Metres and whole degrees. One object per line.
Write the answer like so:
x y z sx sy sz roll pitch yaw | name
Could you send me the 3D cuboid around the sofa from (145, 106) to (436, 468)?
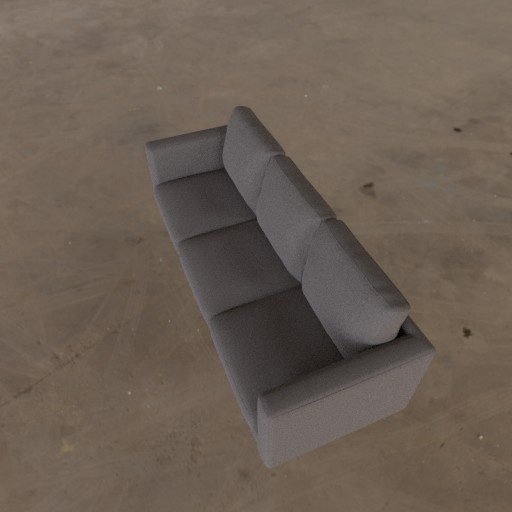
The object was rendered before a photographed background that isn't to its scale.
0.000 0.000 2.543 0.802 0.912 2.029 -17 49 -15 | sofa
